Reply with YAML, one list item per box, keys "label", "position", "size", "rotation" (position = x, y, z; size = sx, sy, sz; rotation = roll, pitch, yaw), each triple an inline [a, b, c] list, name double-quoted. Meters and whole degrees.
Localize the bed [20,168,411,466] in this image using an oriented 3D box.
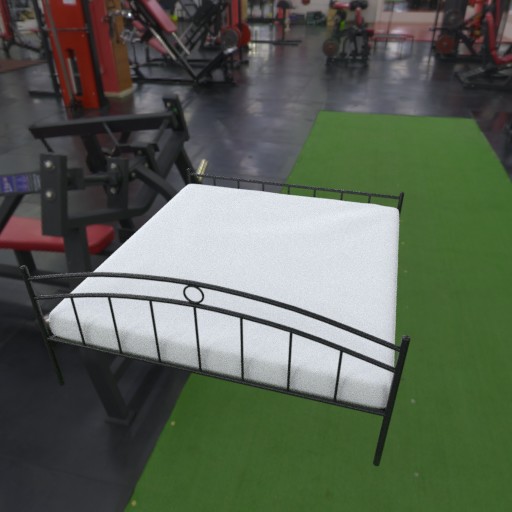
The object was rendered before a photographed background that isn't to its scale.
- label: "bed"
  position: [0.000, 0.000, 3.020]
  size: [1.880, 0.940, 2.040]
  rotation: [9, 33, 14]
